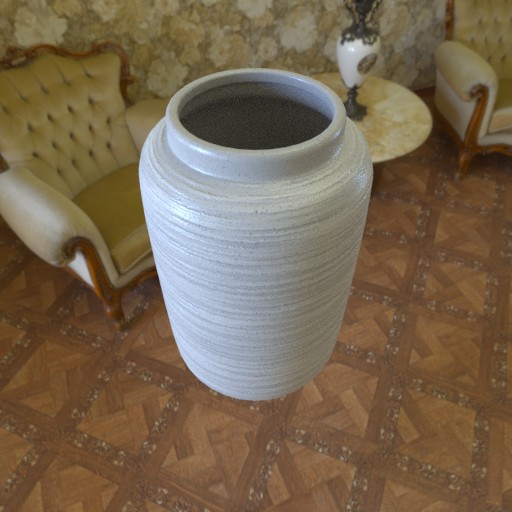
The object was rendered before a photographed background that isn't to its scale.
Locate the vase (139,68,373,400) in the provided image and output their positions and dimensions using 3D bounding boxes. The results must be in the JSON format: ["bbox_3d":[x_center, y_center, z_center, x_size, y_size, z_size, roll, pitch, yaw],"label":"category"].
[{"bbox_3d":[0.000,0.000,0.462,0.202,0.335,0.202,0,46,0],"label":"vase"}]
